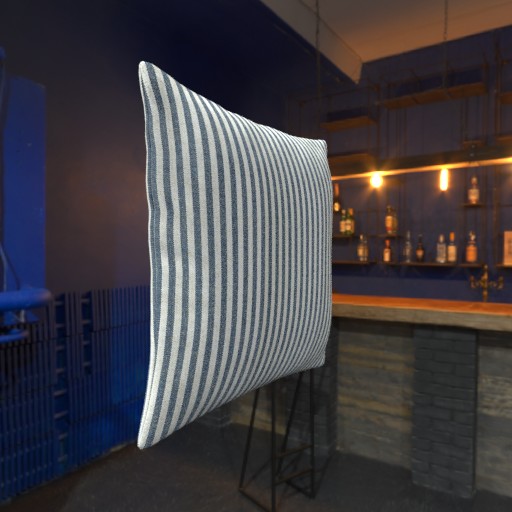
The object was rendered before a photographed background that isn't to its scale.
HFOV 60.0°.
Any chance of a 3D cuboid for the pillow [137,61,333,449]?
[{"bbox_3d":[0.000,0.000,0.790,0.166,0.510,0.523,0,1,36],"label":"pillow"}]
